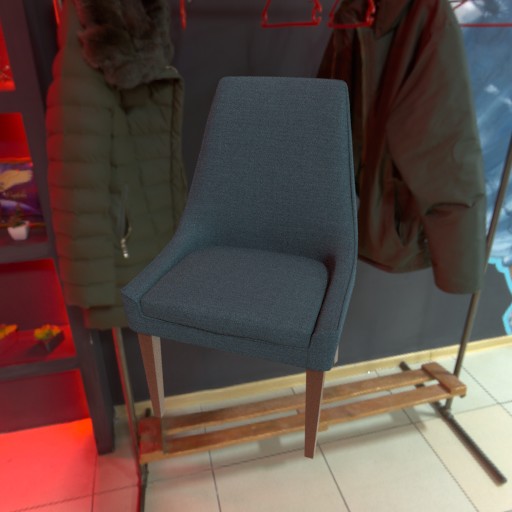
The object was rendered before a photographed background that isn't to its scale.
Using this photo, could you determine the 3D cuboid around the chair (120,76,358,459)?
[{"bbox_3d":[0.000,0.000,1.200,0.529,0.861,0.544,8,28,16],"label":"chair"}]
